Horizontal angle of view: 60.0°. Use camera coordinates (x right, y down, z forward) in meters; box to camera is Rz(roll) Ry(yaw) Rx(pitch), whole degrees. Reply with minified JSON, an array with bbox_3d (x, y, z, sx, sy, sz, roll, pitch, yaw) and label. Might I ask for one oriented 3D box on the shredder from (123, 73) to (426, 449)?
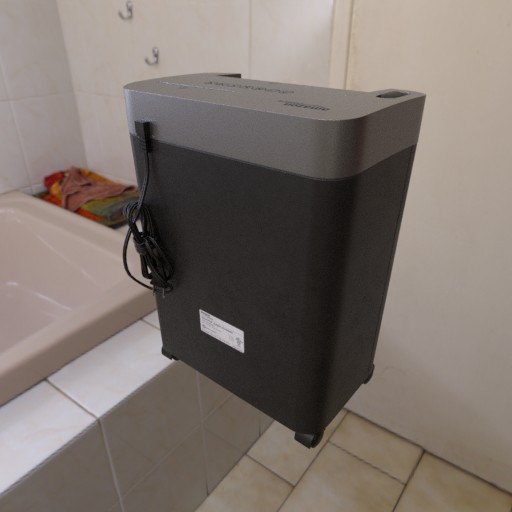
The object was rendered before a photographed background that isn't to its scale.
[{"bbox_3d":[0.000,0.000,0.582,0.311,0.419,0.237,21,35,33],"label":"shredder"}]
